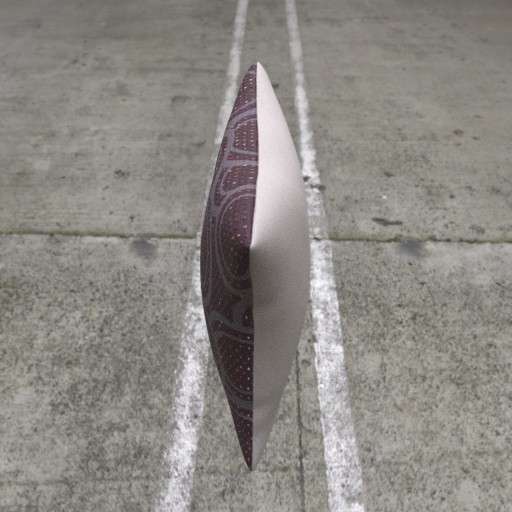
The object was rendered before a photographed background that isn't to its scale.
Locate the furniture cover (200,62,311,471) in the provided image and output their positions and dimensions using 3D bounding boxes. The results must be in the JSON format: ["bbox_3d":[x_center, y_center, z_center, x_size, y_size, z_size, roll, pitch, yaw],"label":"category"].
[{"bbox_3d":[0.000,0.000,0.801,0.193,0.509,0.552,1,41,1],"label":"furniture cover"}]
